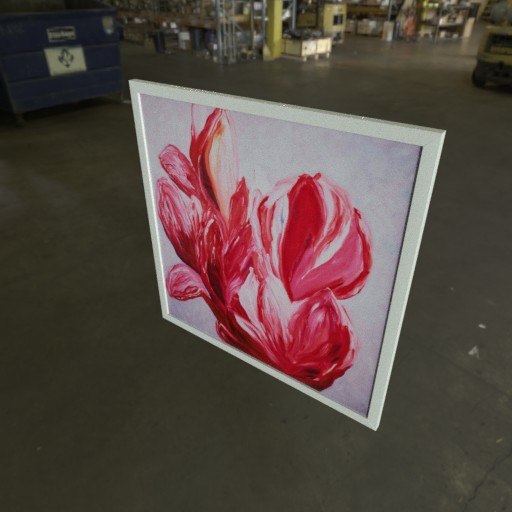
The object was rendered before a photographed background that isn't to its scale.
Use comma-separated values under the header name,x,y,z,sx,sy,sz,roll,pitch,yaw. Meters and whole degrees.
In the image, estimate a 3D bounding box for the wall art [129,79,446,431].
name,x,y,z,sx,sy,sz,roll,pitch,yaw
wall art,0.000,0.000,1.182,0.805,0.803,0.022,21,38,30
